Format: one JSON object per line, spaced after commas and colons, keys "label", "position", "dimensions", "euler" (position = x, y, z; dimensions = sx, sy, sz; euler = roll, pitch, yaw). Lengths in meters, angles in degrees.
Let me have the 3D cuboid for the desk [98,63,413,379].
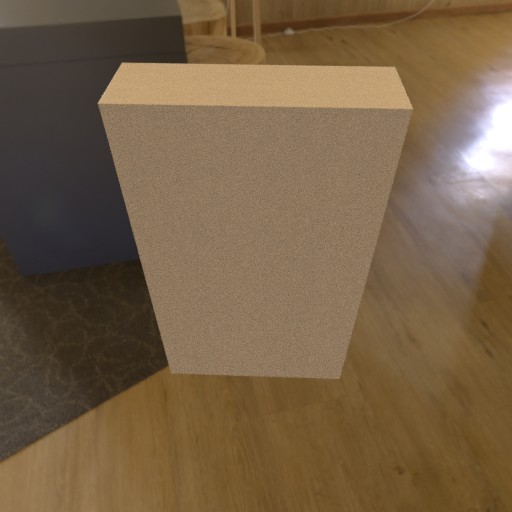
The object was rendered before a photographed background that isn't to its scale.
{"label": "desk", "position": [0.000, 0.000, 1.599], "dimensions": [0.750, 1.280, 0.250], "euler": [2, 46, 1]}
